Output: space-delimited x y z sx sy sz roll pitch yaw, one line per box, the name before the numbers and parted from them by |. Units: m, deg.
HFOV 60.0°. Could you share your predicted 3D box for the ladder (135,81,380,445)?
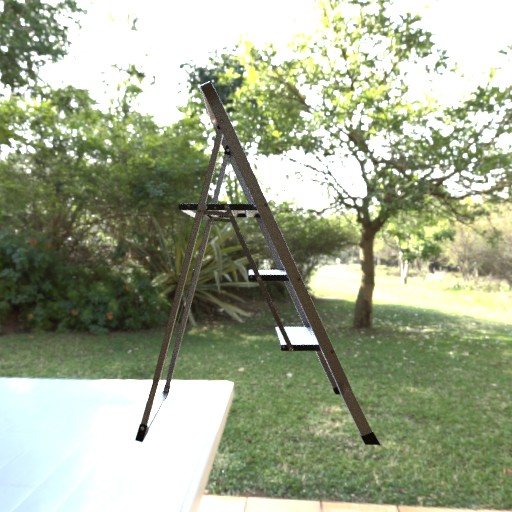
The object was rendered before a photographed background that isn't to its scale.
ladder | 0.000 0.000 1.480 0.704 1.070 0.465 0 1 -1
